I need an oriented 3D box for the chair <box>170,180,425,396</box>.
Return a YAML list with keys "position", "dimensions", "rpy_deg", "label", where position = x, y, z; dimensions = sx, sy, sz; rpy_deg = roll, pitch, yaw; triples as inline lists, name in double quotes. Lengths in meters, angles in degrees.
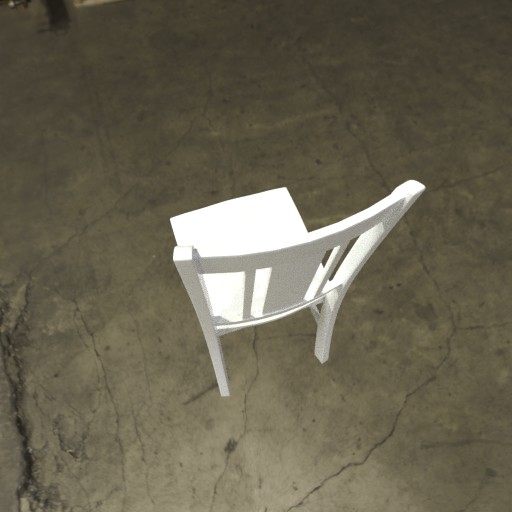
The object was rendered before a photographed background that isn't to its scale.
- position: [0.000, 0.000, 1.281]
  dimensions: [0.450, 0.998, 0.555]
  rpy_deg: [-16, 60, -10]
  label: "chair"
